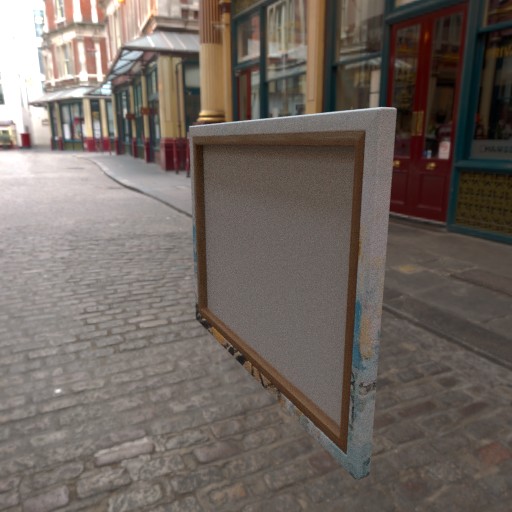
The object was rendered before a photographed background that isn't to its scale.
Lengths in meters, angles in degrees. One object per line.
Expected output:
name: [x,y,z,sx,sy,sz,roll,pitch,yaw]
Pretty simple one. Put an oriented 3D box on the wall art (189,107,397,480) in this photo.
wall art: [0.000,0.000,1.300,0.038,0.762,1.016,-7,16,-26]
